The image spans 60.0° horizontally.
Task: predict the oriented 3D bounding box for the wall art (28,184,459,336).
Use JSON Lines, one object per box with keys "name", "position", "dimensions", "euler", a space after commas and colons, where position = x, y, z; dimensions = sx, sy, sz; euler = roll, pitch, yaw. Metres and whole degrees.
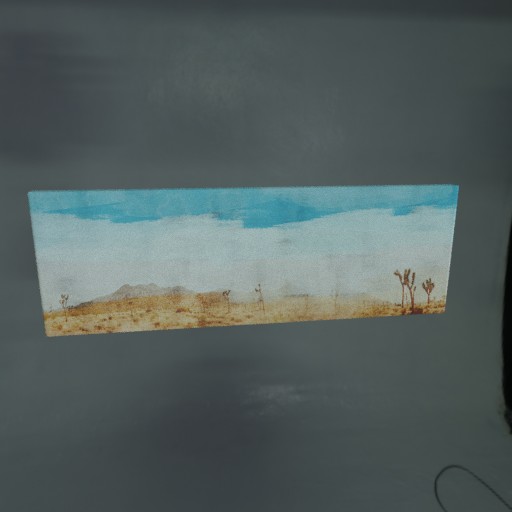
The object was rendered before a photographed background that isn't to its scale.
{"name": "wall art", "position": [0.000, 0.000, 0.824], "dimensions": [0.759, 0.254, 0.044], "euler": [-2, 15, -8]}
